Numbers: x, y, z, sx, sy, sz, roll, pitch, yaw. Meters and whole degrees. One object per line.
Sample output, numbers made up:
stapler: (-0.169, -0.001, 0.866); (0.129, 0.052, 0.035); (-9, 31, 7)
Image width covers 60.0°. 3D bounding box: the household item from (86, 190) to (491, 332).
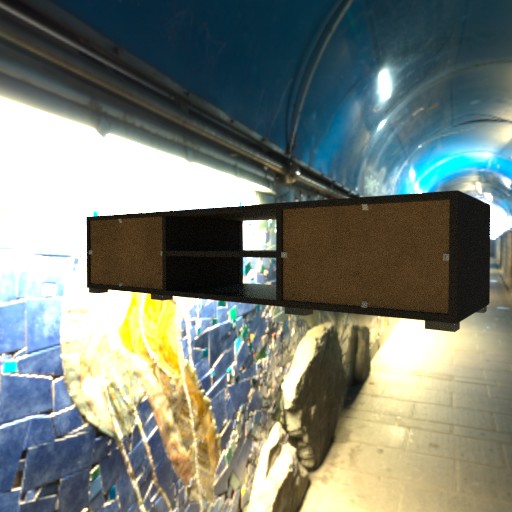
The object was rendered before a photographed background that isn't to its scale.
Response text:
household item: (0.000, 0.000, 1.547); (1.400, 0.310, 0.420); (1, 2, 37)
